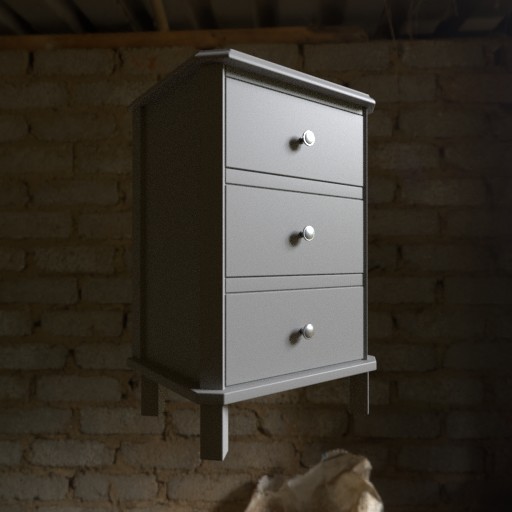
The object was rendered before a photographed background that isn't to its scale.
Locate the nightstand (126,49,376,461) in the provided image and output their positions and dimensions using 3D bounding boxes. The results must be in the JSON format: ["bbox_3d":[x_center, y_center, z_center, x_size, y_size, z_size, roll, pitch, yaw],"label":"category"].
[{"bbox_3d":[0.000,0.000,0.964,0.450,0.680,0.350,0,0,-36],"label":"nightstand"}]
